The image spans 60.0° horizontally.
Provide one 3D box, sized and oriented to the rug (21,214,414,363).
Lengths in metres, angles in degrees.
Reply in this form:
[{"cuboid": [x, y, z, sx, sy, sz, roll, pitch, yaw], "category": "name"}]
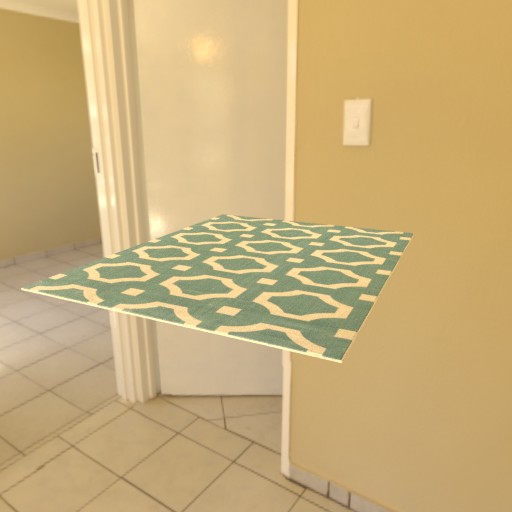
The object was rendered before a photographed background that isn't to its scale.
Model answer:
[{"cuboid": [0.000, 0.000, 4.144, 2.466, 0.021, 3.049, 8, 19, 24], "category": "rug"}]
